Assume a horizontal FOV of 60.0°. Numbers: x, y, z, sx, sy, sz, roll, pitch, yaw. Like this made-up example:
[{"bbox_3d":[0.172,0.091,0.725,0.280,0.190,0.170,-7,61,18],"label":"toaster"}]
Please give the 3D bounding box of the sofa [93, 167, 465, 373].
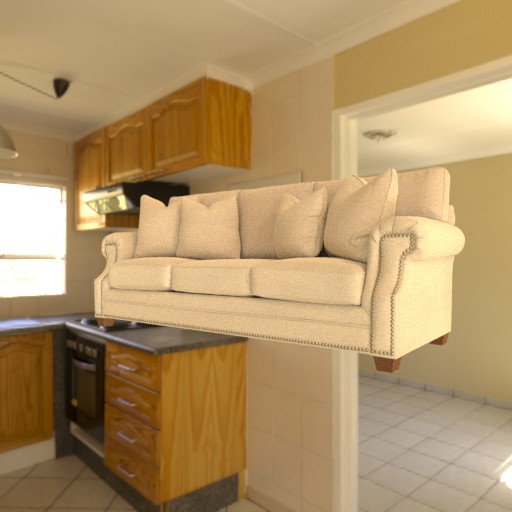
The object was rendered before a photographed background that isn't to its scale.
[{"bbox_3d":[0.000,0.000,2.816,2.312,0.975,0.965,0,0,37],"label":"sofa"}]
